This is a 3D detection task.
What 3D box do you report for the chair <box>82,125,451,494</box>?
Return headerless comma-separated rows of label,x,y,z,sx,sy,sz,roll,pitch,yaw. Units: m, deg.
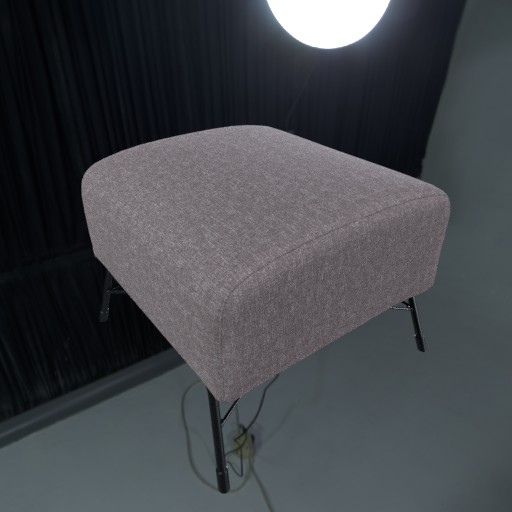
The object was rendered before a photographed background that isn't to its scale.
chair,0.000,0.000,0.890,0.530,0.410,0.530,-22,38,-31
